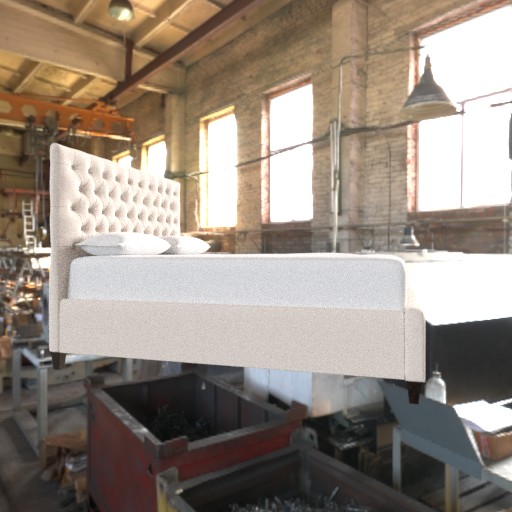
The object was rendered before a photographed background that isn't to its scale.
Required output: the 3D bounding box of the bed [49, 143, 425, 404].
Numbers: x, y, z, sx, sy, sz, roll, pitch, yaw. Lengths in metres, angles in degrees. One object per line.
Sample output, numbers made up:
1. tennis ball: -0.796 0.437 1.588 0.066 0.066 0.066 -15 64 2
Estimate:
1. bed: 0.000 0.000 3.254 2.233 1.426 1.696 0 1 17
